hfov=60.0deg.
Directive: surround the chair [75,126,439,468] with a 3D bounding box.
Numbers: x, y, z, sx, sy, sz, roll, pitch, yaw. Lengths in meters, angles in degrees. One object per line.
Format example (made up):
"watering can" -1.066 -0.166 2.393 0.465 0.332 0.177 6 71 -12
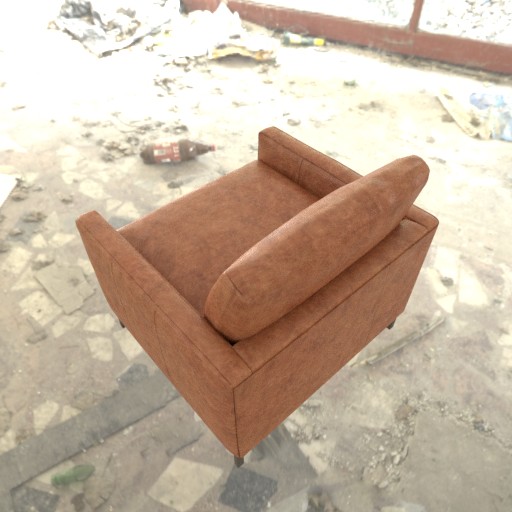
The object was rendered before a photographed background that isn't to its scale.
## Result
"chair" 0.000 0.000 1.646 0.967 0.869 0.862 -33 54 -28
